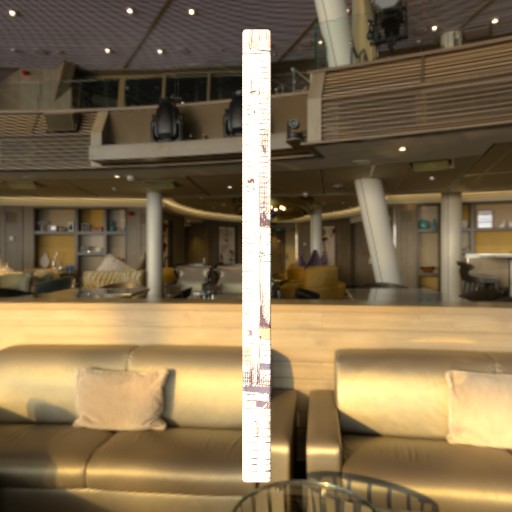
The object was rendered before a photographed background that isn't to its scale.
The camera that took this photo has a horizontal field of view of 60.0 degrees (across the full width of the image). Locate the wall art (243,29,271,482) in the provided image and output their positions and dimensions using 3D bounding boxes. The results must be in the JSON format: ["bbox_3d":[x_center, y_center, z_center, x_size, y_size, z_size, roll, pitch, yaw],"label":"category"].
[{"bbox_3d":[0.000,0.000,0.896,0.038,0.608,0.607,0,0,0],"label":"wall art"}]
